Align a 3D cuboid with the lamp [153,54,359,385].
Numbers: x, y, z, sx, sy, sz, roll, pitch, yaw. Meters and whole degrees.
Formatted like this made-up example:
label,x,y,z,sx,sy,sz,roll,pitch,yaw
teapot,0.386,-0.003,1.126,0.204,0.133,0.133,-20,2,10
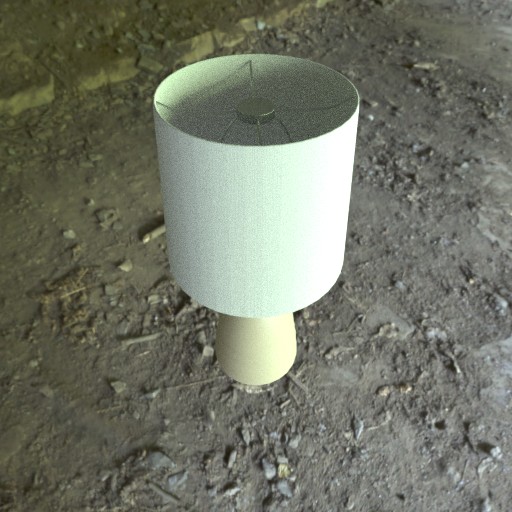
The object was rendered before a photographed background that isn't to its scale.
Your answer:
label,x,y,z,sx,sy,sz,roll,pitch,yaw
lamp,0.000,0.000,0.485,0.186,0.369,0.186,0,45,0
